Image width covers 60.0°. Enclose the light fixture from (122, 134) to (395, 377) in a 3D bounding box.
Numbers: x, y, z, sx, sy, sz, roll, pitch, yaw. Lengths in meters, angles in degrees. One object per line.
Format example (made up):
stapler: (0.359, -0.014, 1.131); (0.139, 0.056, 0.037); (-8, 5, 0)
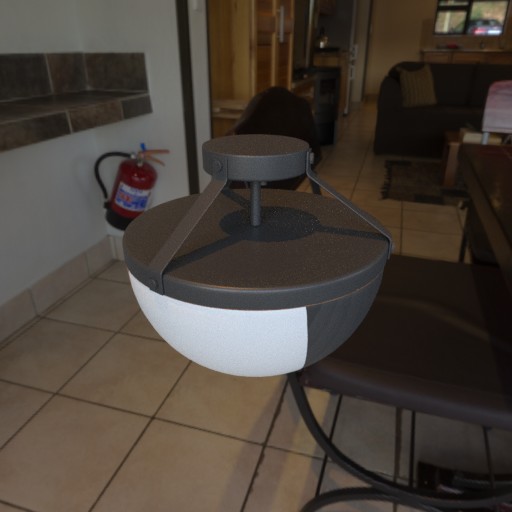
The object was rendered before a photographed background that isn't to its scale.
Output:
light fixture: (0.000, 0.000, 0.538); (0.304, 0.269, 0.304); (0, 25, 0)
